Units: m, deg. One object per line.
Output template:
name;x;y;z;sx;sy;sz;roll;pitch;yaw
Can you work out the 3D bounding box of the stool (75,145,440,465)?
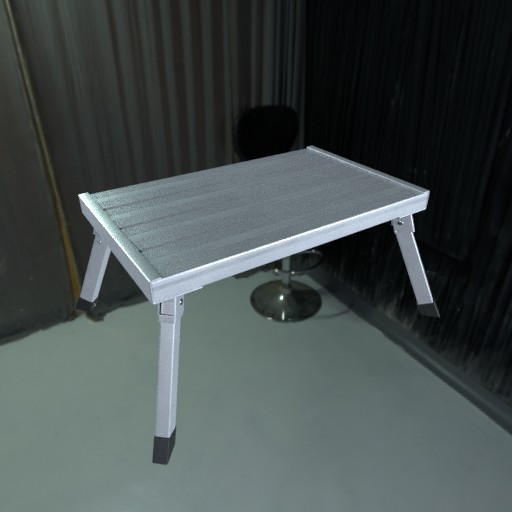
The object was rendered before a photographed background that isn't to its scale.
stool;0.000;0.000;0.730;0.535;0.225;0.385;-19;35;-28
